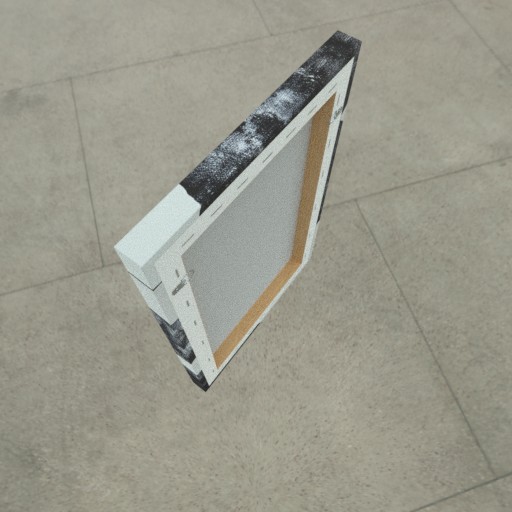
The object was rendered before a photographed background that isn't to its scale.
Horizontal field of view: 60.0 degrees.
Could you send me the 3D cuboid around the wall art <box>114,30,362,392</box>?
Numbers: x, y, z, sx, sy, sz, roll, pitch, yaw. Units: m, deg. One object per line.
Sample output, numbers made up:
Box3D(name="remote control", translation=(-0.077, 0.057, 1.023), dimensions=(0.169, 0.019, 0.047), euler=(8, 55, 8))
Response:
Box3D(name="wall art", translation=(0.000, 0.000, 0.769), dimensions=(0.039, 0.610, 0.407), euler=(34, 67, 16))
